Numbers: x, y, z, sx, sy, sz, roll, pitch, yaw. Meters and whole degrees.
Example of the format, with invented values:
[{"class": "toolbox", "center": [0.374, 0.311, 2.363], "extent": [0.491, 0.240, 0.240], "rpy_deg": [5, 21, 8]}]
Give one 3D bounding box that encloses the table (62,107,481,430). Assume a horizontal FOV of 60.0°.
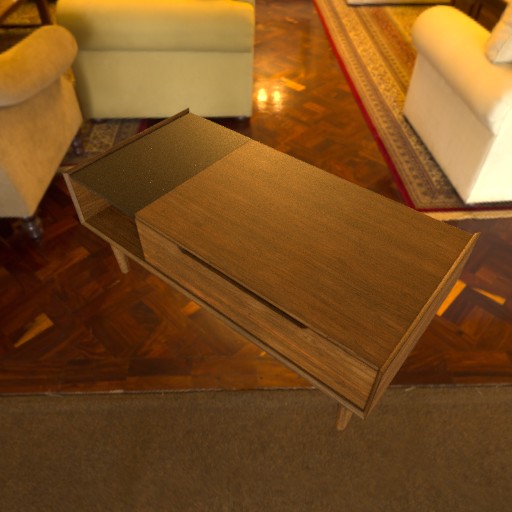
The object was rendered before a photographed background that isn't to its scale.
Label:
[{"class": "table", "center": [0.000, 0.000, 1.597], "extent": [1.221, 0.508, 0.610], "rpy_deg": [30, 53, 26]}]
